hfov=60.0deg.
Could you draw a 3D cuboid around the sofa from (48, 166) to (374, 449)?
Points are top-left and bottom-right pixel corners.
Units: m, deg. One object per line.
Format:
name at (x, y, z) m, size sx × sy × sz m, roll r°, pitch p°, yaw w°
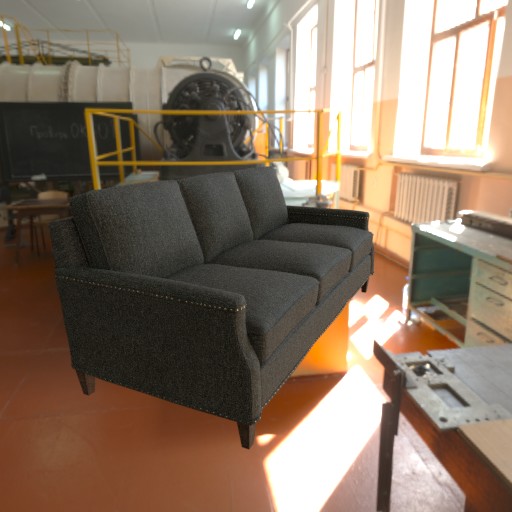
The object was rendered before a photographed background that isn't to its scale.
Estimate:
sofa at (0.000, 0.000, 2.809) m, size 1.084 × 1.003 × 2.246 m, roll 7°, pitch 17°, yaw 25°
